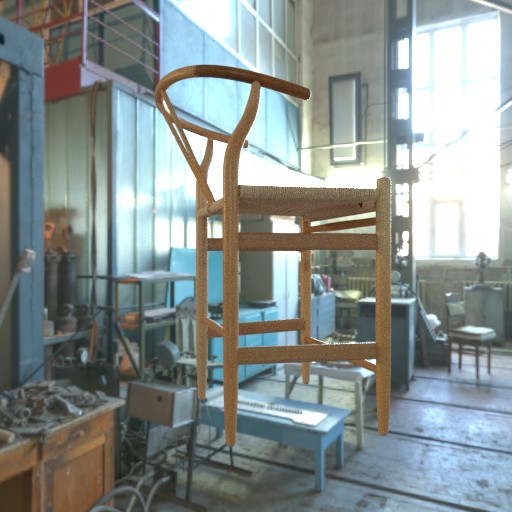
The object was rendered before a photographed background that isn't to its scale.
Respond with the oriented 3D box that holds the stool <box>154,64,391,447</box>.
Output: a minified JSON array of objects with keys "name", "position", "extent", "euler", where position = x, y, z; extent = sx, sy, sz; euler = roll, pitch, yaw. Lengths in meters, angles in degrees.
[{"name":"stool","position":[0.000,0.000,1.292],"extent":[0.575,0.923,0.536],"euler":[0,0,-18]}]
